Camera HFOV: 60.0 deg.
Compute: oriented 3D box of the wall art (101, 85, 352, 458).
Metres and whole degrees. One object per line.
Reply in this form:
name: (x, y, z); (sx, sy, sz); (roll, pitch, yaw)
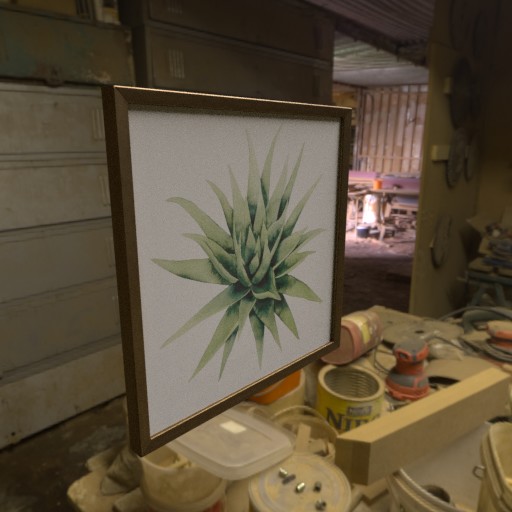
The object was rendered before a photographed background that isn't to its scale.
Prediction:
wall art: (0.000, 0.000, 0.760); (0.030, 0.506, 0.503); (14, 20, 43)
